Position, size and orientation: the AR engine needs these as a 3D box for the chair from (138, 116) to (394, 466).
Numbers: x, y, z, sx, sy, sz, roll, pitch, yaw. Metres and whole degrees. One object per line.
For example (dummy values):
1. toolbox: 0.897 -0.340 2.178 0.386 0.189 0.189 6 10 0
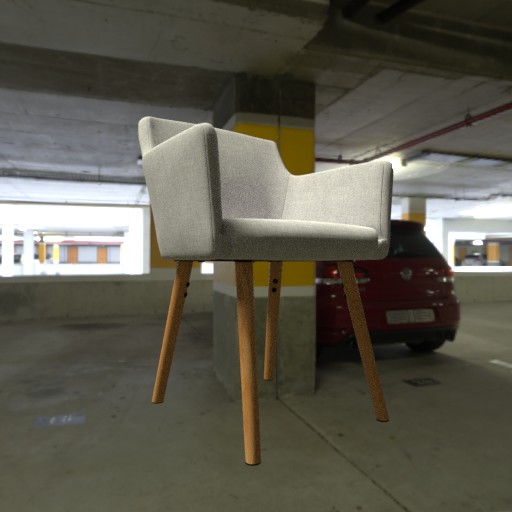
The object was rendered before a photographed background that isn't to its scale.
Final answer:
1. chair: 0.000 0.000 1.152 0.570 0.780 0.540 0 -1 -36
